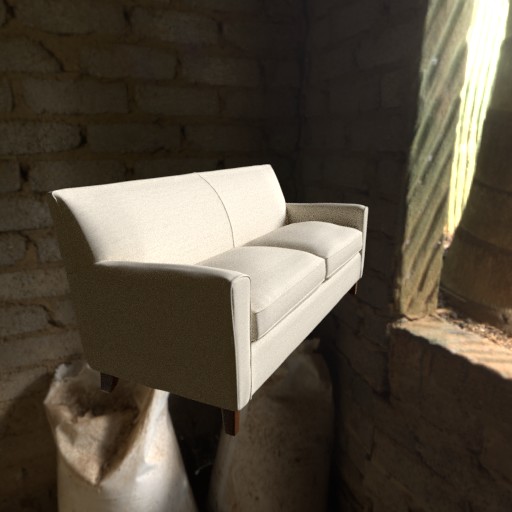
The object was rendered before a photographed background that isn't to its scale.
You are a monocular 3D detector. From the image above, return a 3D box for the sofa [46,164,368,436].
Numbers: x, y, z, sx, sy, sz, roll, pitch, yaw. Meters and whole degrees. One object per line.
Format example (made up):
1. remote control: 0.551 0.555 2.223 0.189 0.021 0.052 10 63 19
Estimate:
1. sofa: 0.000 0.000 2.507 0.841 0.907 2.001 7 16 26
